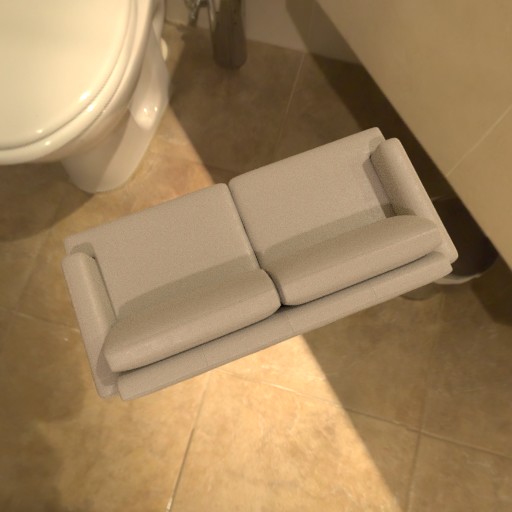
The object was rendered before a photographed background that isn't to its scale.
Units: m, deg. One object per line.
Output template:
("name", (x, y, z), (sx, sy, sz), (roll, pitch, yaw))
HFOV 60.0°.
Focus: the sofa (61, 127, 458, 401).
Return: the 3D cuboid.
("sofa", (0.000, 0.000, 2.408), (1.940, 0.765, 0.974), (-21, 77, -5))
